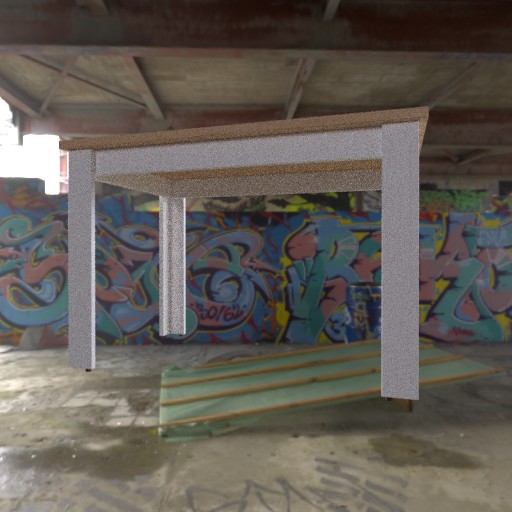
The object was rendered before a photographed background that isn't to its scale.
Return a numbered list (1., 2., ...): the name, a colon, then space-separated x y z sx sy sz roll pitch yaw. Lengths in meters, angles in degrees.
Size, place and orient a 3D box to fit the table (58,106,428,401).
1. table: 0.000 0.000 1.578 1.100 0.734 0.700 0 0 18
